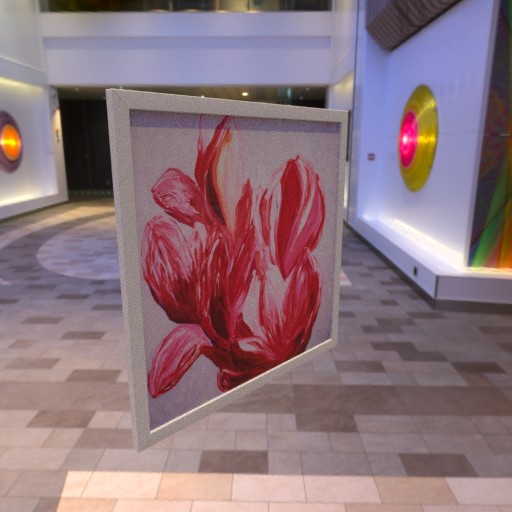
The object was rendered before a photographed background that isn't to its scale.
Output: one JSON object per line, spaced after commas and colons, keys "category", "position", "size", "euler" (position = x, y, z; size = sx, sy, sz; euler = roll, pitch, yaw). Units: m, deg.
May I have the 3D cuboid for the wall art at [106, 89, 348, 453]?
{"category": "wall art", "position": [0.000, 0.000, 1.010], "size": [0.020, 0.661, 0.664], "euler": [13, 19, 43]}
